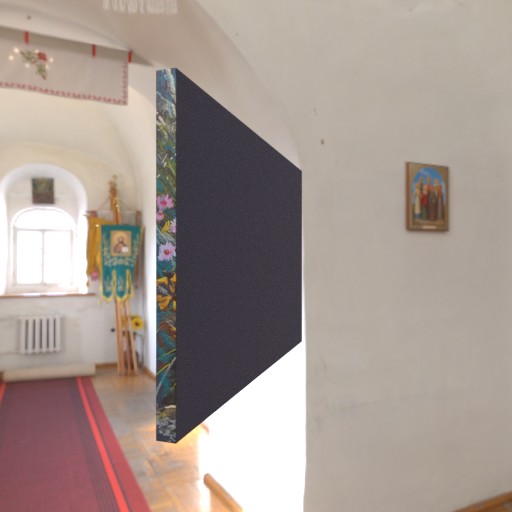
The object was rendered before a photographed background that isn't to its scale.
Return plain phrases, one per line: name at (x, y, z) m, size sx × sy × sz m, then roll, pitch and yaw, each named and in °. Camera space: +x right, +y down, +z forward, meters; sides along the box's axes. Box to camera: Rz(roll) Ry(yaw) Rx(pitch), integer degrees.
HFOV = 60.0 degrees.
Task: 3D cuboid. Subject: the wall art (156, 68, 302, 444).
wall art at (0.000, 0.000, 1.148) m, size 0.037 × 0.604 × 0.908 m, roll 0°, pitch 0°, yaw 19°
